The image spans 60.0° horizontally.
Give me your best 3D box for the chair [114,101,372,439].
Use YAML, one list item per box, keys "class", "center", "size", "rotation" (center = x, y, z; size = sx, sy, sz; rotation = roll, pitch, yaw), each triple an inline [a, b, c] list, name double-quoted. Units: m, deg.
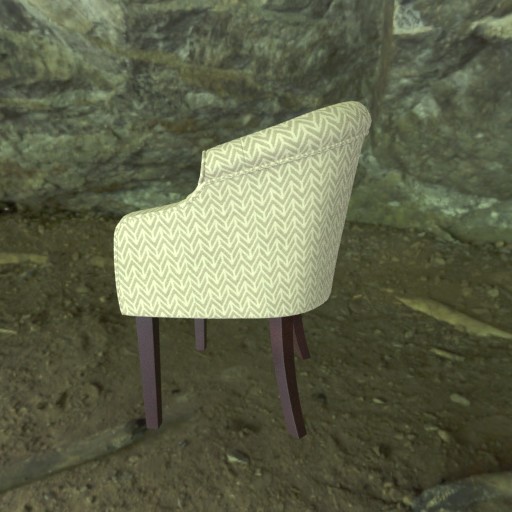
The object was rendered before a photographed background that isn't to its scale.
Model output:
- class: "chair"
  center: [0.000, 0.000, 1.319]
  size: [0.613, 0.858, 0.686]
  rotation: [2, 14, 8]
